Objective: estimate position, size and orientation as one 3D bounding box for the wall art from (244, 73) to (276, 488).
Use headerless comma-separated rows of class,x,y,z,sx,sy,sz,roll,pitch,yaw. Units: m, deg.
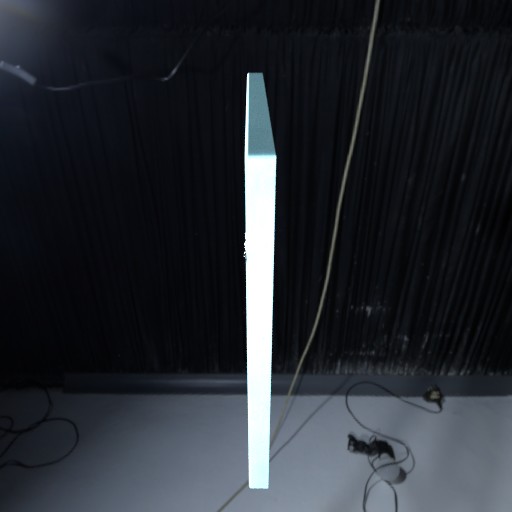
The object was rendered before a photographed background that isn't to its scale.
wall art,0.000,0.000,1.583,0.070,1.073,1.071,0,30,-1
